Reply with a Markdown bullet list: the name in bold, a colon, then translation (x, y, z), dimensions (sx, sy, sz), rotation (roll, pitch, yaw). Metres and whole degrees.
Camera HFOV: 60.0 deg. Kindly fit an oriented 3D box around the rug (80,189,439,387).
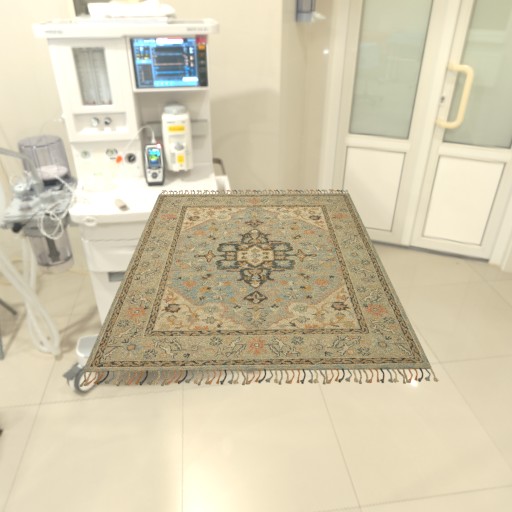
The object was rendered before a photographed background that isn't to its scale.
- **rug**: translation (0.000, 0.000, 2.293), dimensions (1.278, 0.009, 1.730), rotation (0, 32, -1)
